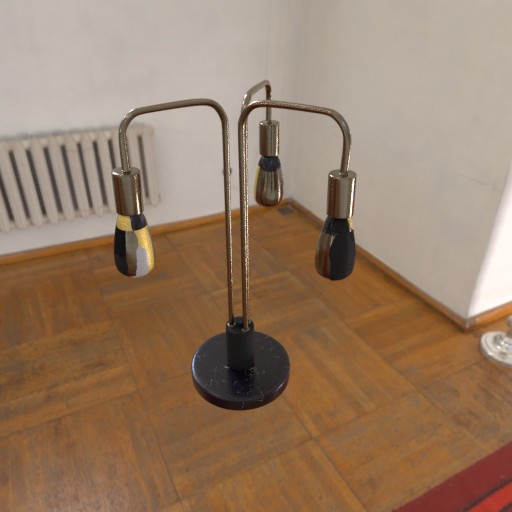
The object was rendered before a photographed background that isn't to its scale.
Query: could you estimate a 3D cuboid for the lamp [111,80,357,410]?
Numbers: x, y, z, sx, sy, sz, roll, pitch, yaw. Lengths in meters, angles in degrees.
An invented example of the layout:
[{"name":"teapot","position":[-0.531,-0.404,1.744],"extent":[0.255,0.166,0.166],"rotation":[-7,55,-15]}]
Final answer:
[{"name":"lamp","position":[0.000,0.000,0.801],"extent":[0.355,0.560,0.368],"rotation":[9,32,15]}]
